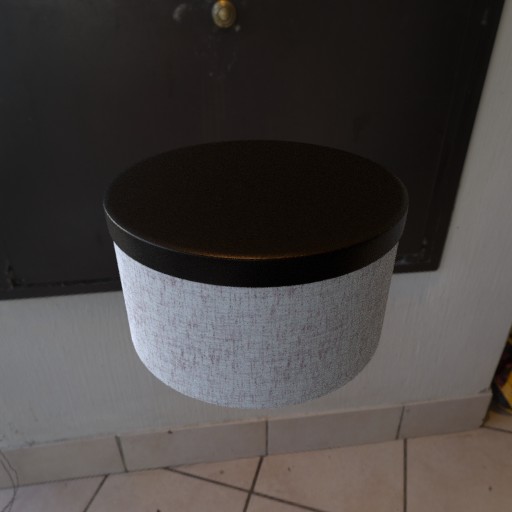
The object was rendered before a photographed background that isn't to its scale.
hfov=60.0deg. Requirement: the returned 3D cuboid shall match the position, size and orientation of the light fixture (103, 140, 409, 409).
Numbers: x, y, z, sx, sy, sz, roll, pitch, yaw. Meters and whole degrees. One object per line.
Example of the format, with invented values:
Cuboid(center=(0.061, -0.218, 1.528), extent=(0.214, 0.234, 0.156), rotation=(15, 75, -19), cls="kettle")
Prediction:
Cuboid(center=(0.000, 0.000, 0.646), extent=(0.389, 0.229, 0.389), rotation=(0, 31, 0), cls="light fixture")
